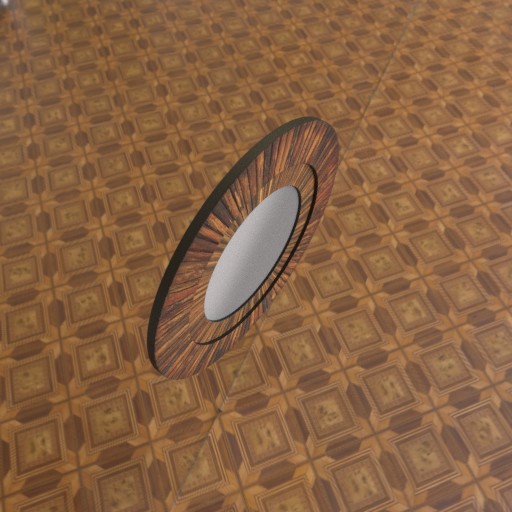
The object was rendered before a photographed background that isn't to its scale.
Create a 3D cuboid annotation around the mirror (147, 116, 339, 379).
[{"bbox_3d":[0.000,0.000,1.667,0.036,1.077,1.077,33,63,19],"label":"mirror"}]
